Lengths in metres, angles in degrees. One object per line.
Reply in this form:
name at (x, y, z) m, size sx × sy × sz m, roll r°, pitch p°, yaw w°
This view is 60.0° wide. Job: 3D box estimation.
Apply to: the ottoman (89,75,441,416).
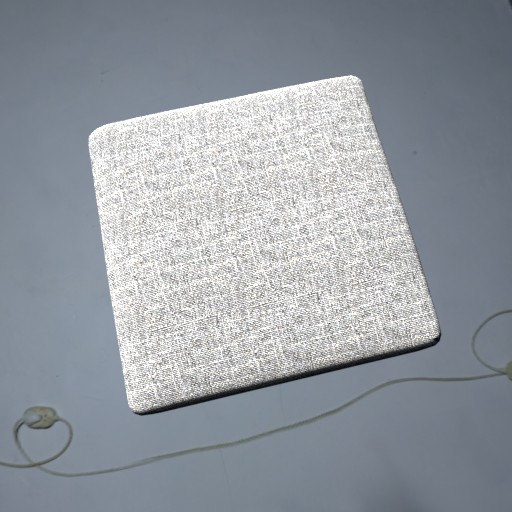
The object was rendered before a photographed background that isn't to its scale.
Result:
ottoman at (0.000, 0.000, 0.932) m, size 0.521 × 0.453 × 0.512 m, roll -13°, pitch 77°, yaw -3°
